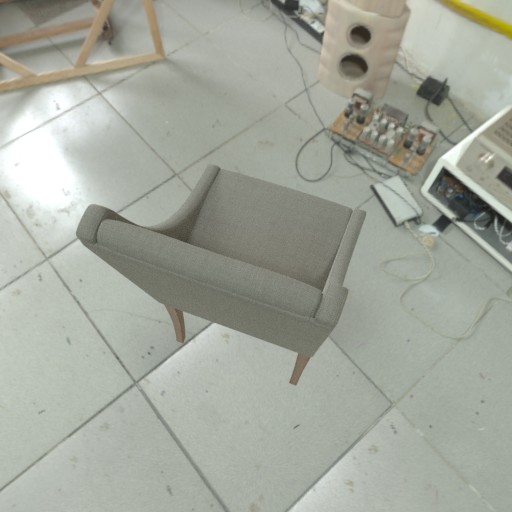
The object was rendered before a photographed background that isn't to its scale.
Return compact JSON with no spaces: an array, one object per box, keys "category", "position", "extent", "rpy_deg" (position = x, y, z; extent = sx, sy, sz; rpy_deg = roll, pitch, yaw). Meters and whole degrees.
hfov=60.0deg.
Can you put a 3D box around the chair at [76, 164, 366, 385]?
[{"category":"chair","position":[0.000,0.000,1.377],"extent":[0.575,1.021,0.611],"rpy_deg":[18,66,9]}]
